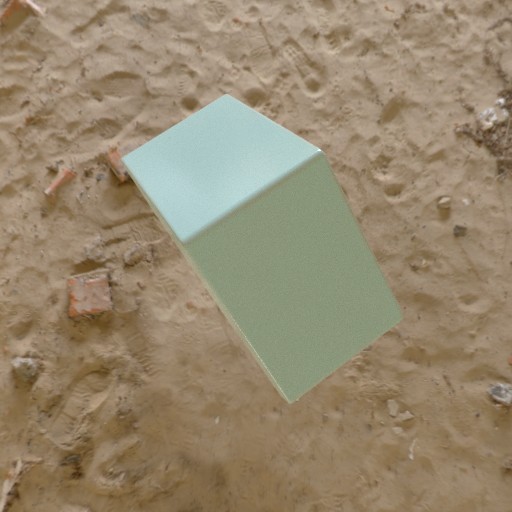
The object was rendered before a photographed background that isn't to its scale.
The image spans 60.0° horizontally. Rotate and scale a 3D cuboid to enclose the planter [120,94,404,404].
[{"bbox_3d":[0.000,0.000,0.295,0.078,0.207,0.169,-34,78,-9],"label":"planter"}]
